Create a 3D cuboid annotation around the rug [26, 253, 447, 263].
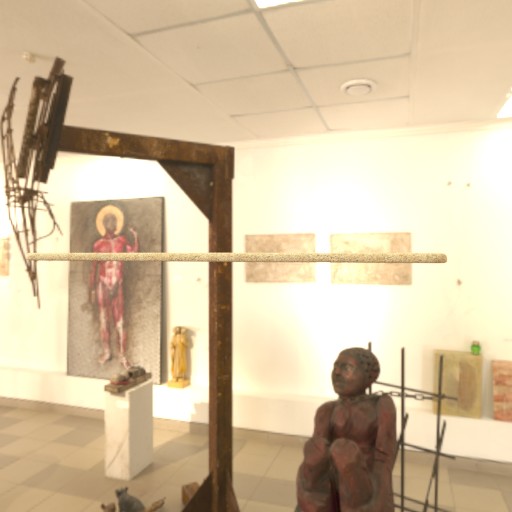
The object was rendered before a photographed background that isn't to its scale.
[{"bbox_3d":[0.000,0.000,3.391,2.528,0.048,2.009,0,0,18],"label":"rug"}]
